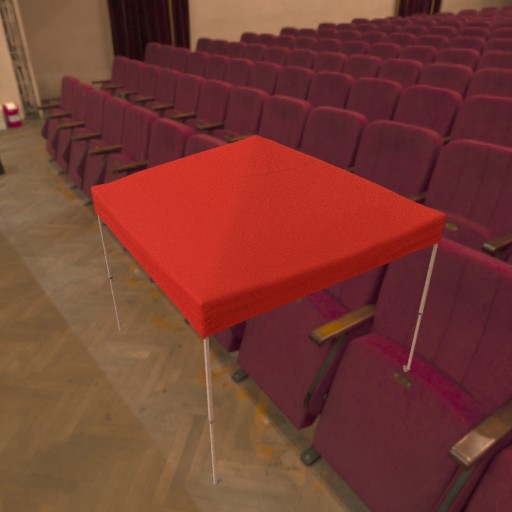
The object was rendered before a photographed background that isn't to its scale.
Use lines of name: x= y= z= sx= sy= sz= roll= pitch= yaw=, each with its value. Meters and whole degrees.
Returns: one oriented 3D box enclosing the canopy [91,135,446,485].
canopy: x=0.000 y=0.000 z=5.519 sx=2.996 sy=2.997 sz=2.998 roll=-18 pitch=34 yaw=-29
